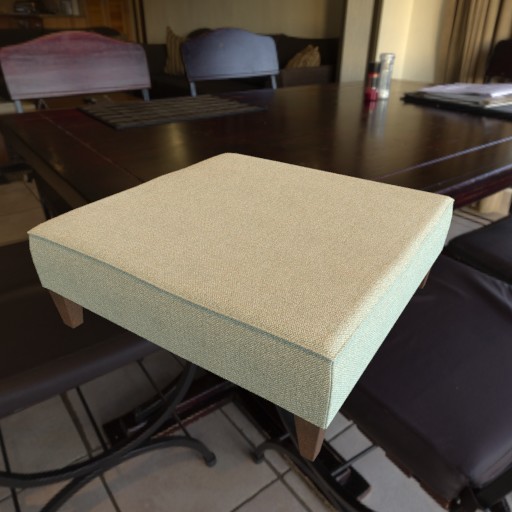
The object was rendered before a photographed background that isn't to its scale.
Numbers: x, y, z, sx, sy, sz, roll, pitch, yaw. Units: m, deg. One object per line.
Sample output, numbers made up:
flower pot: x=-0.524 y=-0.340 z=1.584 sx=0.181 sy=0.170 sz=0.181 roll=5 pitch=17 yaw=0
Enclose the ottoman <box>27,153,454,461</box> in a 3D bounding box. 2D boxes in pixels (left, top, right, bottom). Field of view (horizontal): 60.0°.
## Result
ottoman: x=0.000 y=0.000 z=1.481 sx=1.004 sy=0.379 sz=0.968 roll=18 pitch=34 yaw=29
